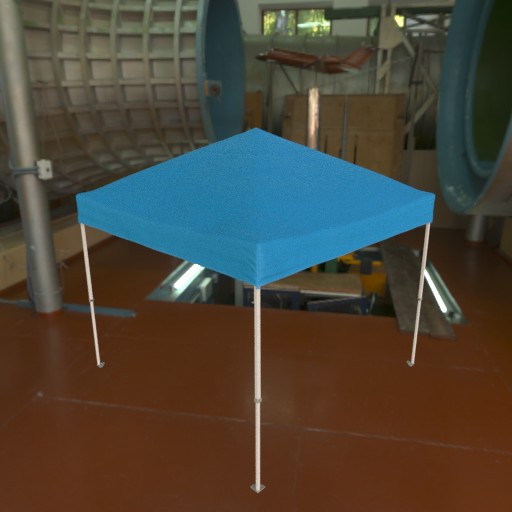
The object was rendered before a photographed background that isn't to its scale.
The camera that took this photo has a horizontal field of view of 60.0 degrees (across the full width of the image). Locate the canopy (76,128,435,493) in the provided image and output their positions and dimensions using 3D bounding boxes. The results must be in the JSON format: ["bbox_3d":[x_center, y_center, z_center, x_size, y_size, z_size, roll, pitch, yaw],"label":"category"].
[{"bbox_3d":[0.000,0.000,5.394,2.996,2.997,2.998,17,24,42],"label":"canopy"}]
